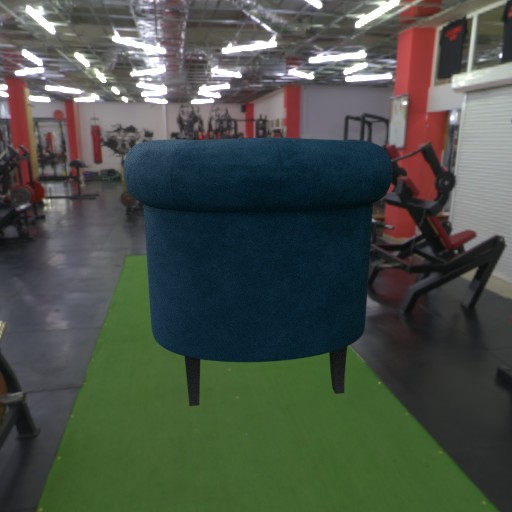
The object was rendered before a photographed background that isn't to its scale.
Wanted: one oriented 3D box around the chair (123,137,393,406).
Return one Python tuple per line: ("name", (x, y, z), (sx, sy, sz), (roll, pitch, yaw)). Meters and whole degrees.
("chair", (0.000, 0.000, 1.616), (0.904, 0.826, 0.851), (-2, 14, -8))
